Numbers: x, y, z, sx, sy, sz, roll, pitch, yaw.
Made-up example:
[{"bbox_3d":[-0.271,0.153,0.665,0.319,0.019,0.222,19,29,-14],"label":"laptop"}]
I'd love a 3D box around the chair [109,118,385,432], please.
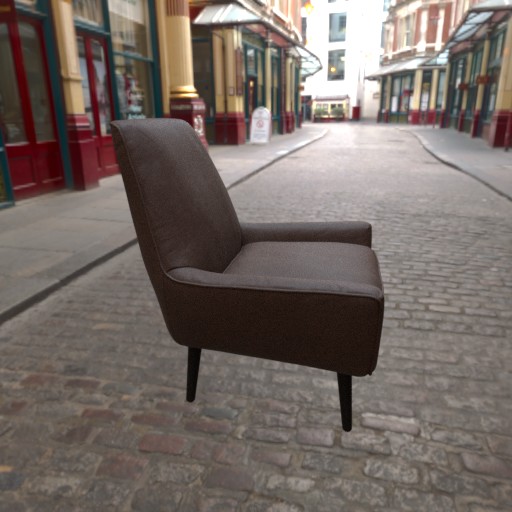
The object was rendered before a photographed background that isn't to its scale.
[{"bbox_3d":[0.000,0.000,1.498,0.824,0.888,0.787,4,18,11],"label":"chair"}]
